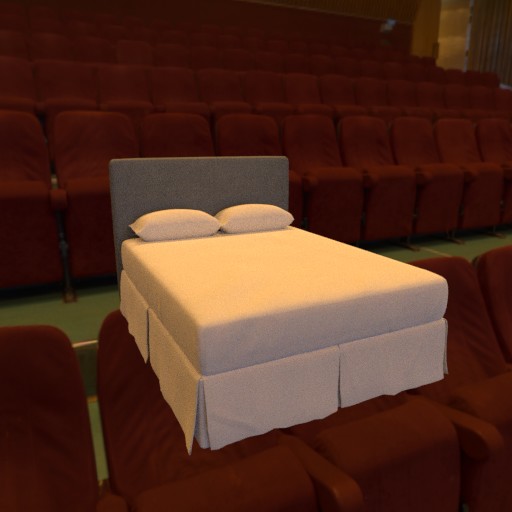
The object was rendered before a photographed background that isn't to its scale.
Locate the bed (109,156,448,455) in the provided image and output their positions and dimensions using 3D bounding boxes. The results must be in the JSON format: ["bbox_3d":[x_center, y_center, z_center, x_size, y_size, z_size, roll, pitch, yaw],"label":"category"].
[{"bbox_3d":[0.000,0.000,3.184,1.713,1.330,2.142,-7,16,-25],"label":"bed"}]
